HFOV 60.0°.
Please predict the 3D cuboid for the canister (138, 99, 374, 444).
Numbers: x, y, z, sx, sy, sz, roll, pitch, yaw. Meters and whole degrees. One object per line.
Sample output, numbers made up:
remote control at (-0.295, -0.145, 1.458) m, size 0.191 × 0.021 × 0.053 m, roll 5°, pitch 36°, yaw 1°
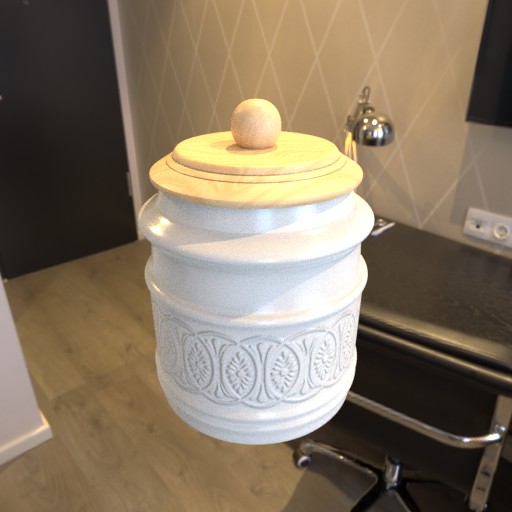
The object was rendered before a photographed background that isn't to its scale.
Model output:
canister at (0.000, 0.000, 0.263) m, size 0.130 × 0.176 × 0.130 m, roll 0°, pitch 26°, yaw 0°
